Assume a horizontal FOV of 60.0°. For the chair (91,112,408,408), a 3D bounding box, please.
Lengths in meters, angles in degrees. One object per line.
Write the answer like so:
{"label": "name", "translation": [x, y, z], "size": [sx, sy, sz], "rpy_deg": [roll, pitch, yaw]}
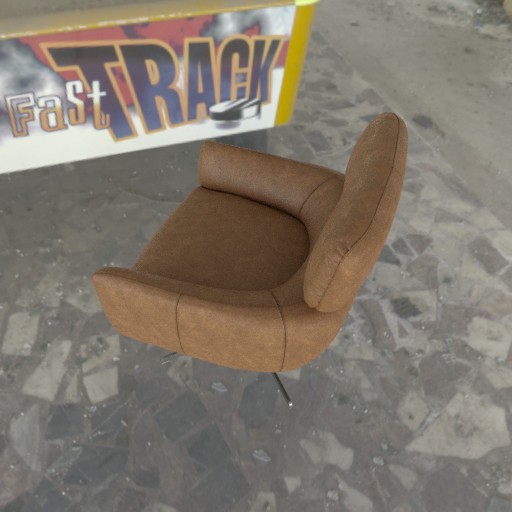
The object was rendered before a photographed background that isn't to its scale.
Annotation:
{"label": "chair", "translation": [0.000, 0.000, 1.351], "size": [0.715, 0.812, 0.706], "rpy_deg": [15, 48, 14]}
